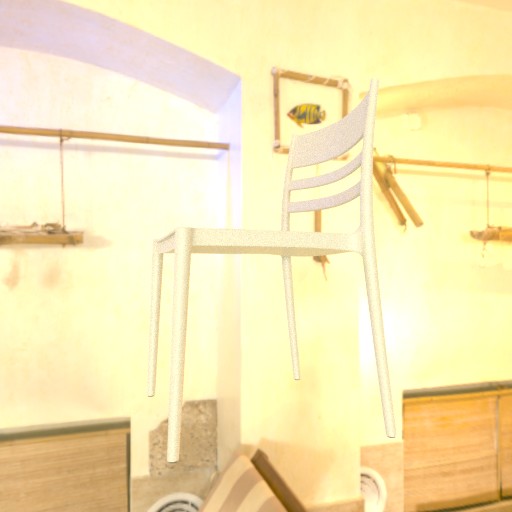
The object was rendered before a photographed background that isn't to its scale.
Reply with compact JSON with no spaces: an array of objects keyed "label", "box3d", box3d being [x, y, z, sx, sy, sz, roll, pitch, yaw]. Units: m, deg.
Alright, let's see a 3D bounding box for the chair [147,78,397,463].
[{"label":"chair","box3d":[0.000,0.000,1.150,0.511,0.800,0.531,0,-1,-19]}]
